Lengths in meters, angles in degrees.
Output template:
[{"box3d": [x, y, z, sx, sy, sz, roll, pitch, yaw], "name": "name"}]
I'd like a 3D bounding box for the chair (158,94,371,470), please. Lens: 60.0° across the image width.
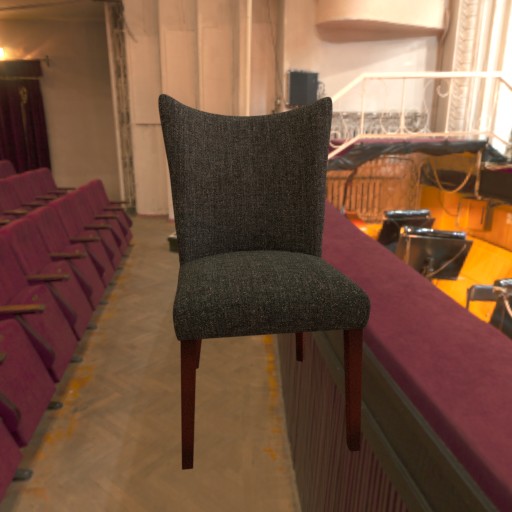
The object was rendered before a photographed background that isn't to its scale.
[{"box3d": [0.000, 0.000, 1.311, 0.535, 0.924, 0.623, -2, 16, -8], "name": "chair"}]
